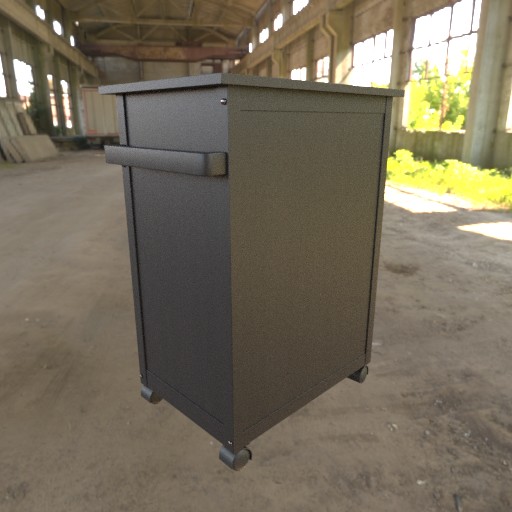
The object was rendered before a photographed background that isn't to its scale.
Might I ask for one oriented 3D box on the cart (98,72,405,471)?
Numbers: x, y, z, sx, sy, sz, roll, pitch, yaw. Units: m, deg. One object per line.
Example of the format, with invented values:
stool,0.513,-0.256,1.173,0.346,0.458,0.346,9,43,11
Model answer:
cart,0.000,0.000,1.238,0.660,0.879,0.456,-16,23,-42
